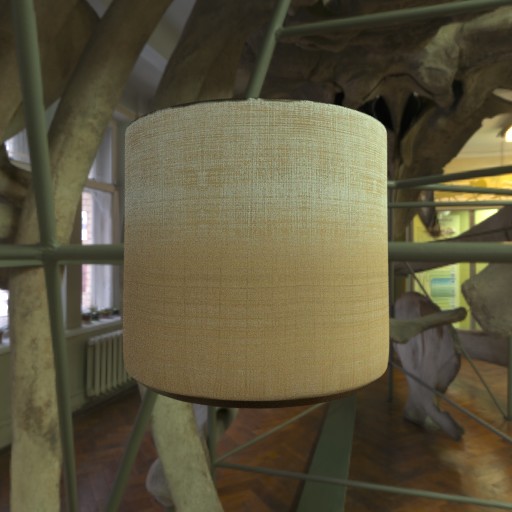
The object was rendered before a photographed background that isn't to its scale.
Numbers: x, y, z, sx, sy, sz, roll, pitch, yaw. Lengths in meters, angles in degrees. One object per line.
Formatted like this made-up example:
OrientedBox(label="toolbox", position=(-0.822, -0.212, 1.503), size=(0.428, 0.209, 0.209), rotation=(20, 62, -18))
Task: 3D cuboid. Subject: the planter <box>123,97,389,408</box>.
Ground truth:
OrientedBox(label="planter", position=(0.000, 0.000, 0.383), size=(0.221, 0.201, 0.221), rotation=(0, 0, 0))
